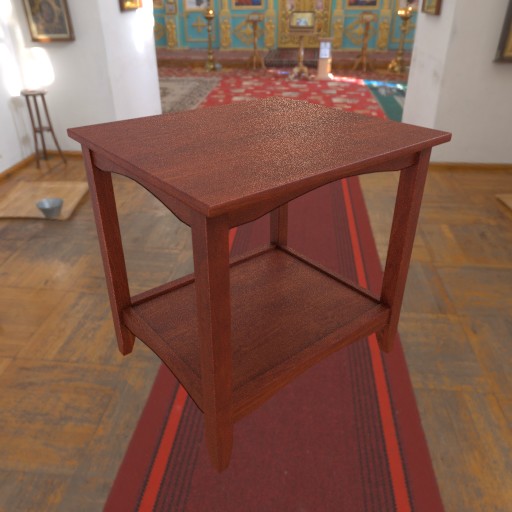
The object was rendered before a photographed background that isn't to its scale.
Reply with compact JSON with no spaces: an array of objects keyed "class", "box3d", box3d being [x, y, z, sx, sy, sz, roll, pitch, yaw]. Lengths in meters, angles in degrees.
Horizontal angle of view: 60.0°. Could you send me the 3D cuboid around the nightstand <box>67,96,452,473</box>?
[{"class":"nightstand","box3d":[0.000,0.000,0.996,0.558,0.558,0.501,-22,36,-33]}]
